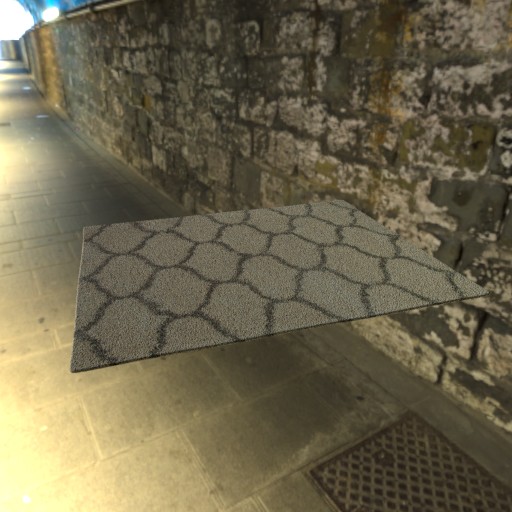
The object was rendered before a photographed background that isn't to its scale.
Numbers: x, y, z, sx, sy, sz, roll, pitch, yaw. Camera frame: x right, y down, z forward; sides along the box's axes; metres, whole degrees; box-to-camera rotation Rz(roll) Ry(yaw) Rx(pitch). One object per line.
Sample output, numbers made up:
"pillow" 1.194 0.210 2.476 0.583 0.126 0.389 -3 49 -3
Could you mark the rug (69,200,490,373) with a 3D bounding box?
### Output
"rug" 0.000 0.000 3.977 3.000 0.026 2.399 -8 26 -16
